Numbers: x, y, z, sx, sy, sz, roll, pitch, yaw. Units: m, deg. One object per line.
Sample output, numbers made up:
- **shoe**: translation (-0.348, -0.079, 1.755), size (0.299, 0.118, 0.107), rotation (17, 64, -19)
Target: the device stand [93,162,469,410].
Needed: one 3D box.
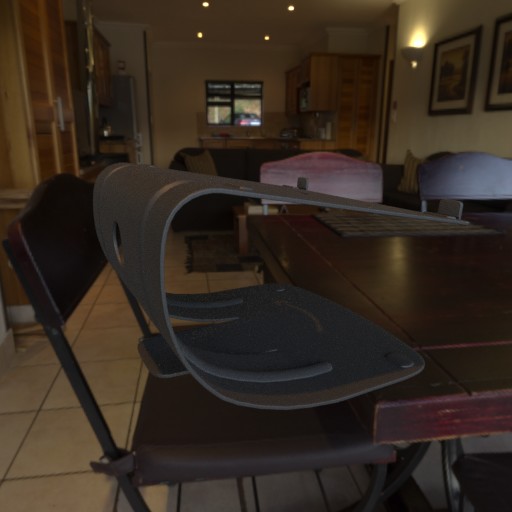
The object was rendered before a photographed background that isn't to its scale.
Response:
- **device stand**: translation (0.000, 0.000, 0.394), size (0.236, 0.155, 0.256), rotation (-8, 17, -26)
